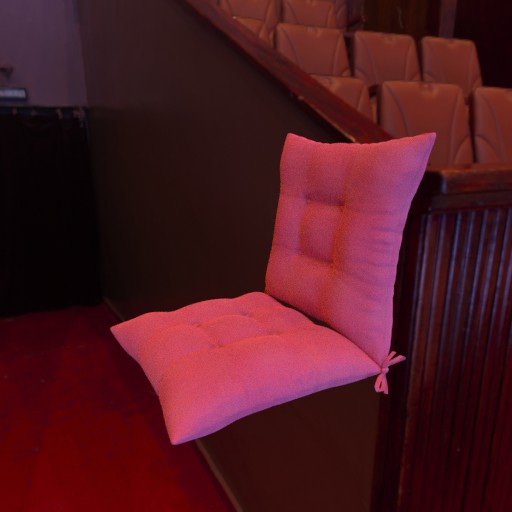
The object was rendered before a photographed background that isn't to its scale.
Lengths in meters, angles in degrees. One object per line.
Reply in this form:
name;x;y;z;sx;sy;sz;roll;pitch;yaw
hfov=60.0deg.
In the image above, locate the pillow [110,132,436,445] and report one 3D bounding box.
pillow;0.000;0.000;1.000;0.585;0.536;0.541;-9;18;-28
